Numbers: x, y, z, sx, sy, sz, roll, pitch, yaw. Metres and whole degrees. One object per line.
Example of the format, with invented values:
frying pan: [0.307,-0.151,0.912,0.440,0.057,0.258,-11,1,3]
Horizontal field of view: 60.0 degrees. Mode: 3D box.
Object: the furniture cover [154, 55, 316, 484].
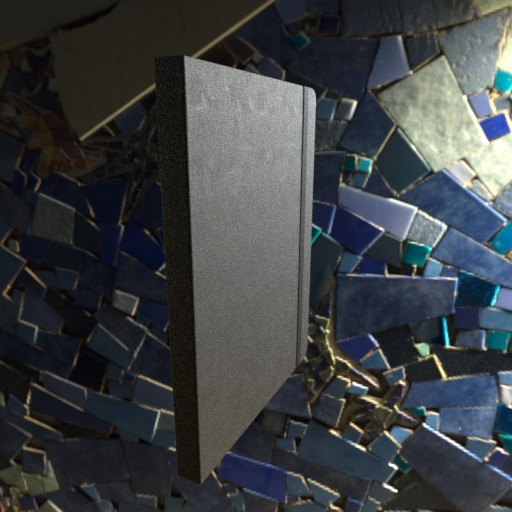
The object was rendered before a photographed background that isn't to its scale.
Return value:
furniture cover: [0.000,0.000,0.373,0.023,0.281,0.216,8,17,26]
